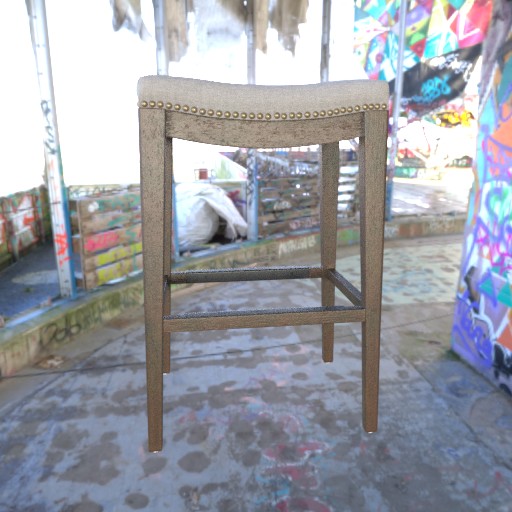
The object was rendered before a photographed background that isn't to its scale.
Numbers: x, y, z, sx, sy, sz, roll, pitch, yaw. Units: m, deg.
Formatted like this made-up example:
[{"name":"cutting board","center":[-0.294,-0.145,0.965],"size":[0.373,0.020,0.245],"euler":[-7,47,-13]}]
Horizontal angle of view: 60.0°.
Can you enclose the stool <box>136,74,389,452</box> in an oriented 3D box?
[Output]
[{"name":"stool","center":[0.000,0.000,1.049],"size":[0.508,0.762,0.356],"euler":[-2,15,-8]}]
